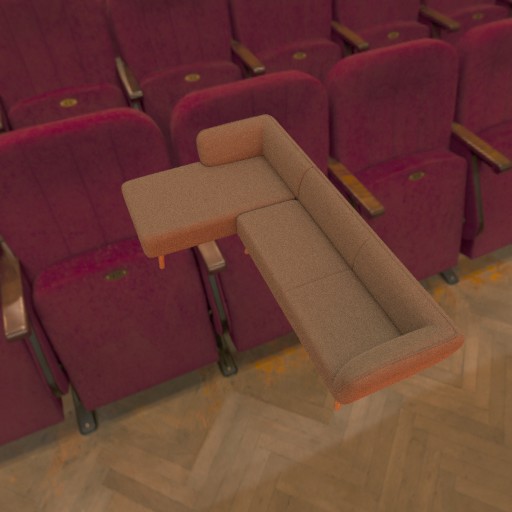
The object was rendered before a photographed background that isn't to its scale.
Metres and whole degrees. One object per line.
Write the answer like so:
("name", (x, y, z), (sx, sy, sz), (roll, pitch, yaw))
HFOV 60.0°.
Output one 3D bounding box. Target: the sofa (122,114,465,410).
("sofa", (0.000, 0.000, 3.367), (1.532, 0.693, 2.653), (-18, 50, -16))
